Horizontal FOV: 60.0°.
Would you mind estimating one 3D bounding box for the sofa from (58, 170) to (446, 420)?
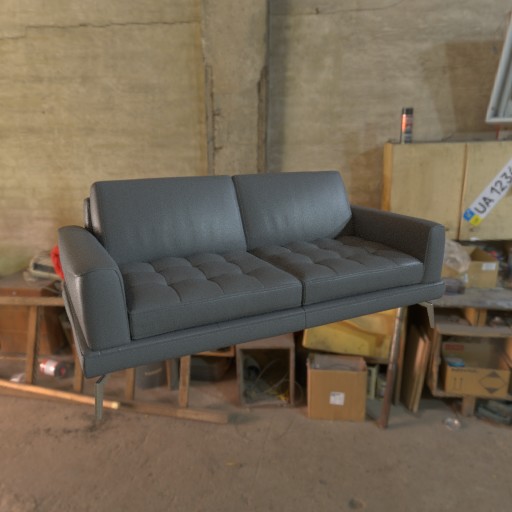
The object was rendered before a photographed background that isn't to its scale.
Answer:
[{"bbox_3d":[0.000,0.000,2.708,2.177,0.930,1.121,-8,17,-26],"label":"sofa"}]
